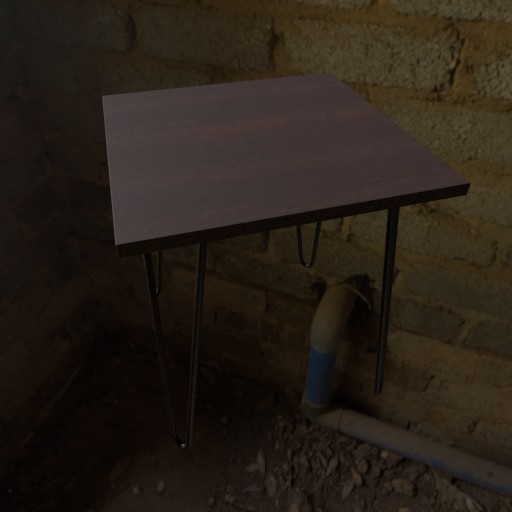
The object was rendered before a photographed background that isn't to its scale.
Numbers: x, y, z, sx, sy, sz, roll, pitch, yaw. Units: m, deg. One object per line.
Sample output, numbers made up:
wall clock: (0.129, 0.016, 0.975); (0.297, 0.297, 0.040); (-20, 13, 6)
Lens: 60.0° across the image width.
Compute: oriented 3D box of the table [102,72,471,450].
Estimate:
table: (0.000, 0.000, 0.942); (0.495, 0.559, 0.495); (-11, 42, -13)
